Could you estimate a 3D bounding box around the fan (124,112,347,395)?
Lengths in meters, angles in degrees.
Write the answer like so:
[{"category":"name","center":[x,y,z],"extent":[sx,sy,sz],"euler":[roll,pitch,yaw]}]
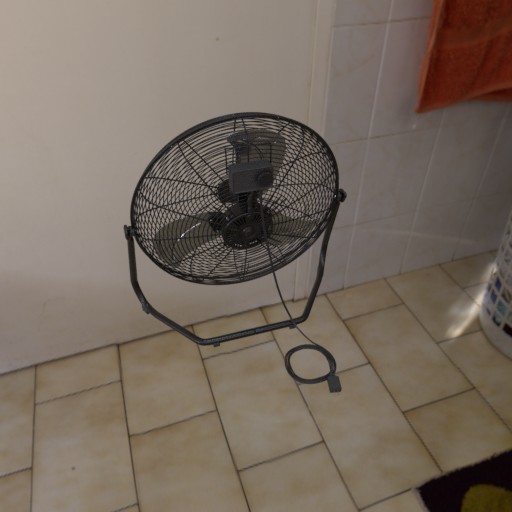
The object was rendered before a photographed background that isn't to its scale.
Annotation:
[{"category":"fan","center":[0.000,0.000,0.943],"extent":[0.555,0.546,0.424],"euler":[-11,42,-13]}]
